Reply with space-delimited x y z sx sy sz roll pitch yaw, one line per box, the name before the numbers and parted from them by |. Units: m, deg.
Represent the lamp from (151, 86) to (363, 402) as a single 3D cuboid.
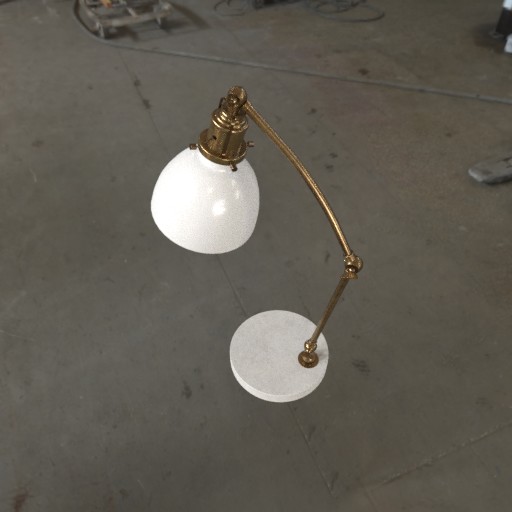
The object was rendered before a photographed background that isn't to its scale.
lamp | 0.000 0.000 0.679 0.317 0.522 0.186 17 48 15
